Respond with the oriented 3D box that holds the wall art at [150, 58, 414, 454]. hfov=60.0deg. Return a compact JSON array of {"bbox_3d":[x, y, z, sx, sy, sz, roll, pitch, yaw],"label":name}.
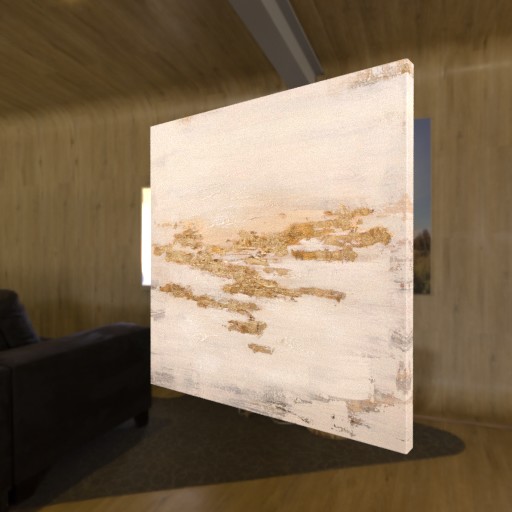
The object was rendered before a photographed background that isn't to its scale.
[{"bbox_3d":[0.000,0.000,1.087,0.753,0.755,0.038,0,0,37],"label":"wall art"}]
